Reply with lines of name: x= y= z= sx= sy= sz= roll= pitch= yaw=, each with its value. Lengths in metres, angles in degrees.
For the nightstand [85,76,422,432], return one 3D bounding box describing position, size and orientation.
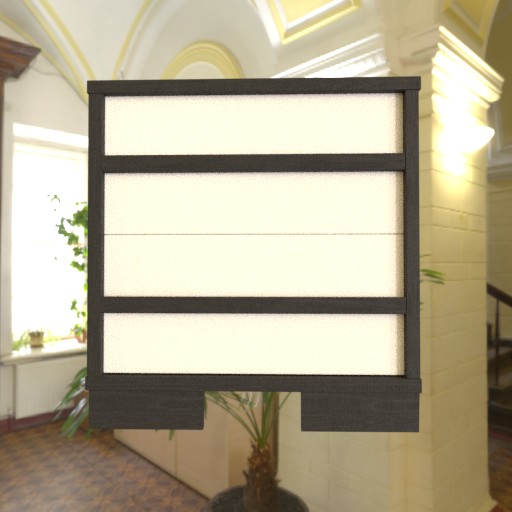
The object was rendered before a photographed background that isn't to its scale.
nightstand: x=0.000 y=0.000 z=0.734 sx=0.427 sy=0.448 sz=0.347 roll=0 pitch=-1 yaw=2
